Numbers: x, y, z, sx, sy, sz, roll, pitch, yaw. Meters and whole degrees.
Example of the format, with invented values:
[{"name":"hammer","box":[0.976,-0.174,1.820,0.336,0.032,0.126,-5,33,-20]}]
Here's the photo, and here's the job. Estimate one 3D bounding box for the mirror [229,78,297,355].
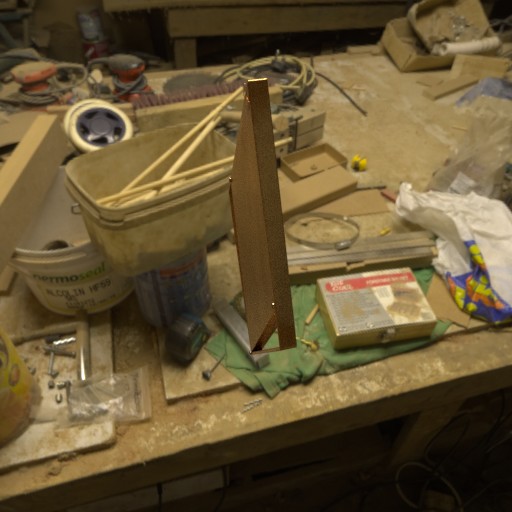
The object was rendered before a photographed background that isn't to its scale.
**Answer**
[{"name":"mirror","box":[0.000,0.000,0.840,0.032,0.679,0.419,-10,46,-10]}]
